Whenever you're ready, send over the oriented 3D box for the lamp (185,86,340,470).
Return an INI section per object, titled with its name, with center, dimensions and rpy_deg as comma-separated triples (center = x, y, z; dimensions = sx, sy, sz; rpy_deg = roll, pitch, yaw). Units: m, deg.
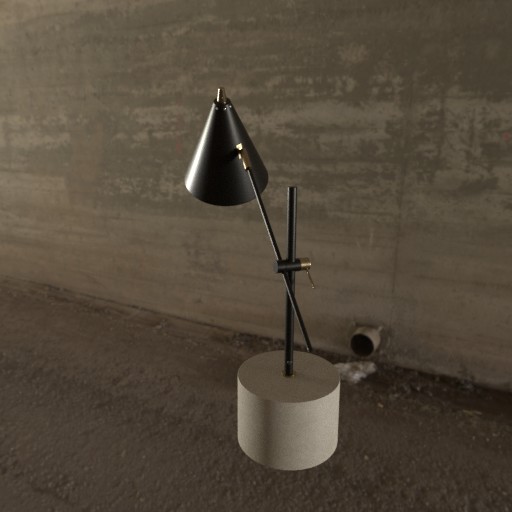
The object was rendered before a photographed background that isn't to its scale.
[lamp]
center = 0.000, 0.000, 0.713
dimensions = 0.214, 0.518, 0.403
rpy_deg = -2, 15, -9
